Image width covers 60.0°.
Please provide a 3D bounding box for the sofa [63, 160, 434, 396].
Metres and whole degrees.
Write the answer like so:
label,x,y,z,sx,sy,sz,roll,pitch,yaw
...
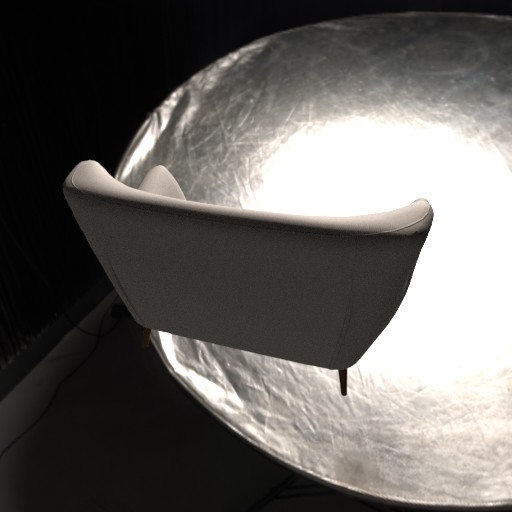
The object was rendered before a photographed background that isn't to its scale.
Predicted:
label,x,y,z,sx,sy,sz,roll,pitch,yaw
sofa,0.000,0.000,1.962,1.424,0.878,0.921,10,33,15
